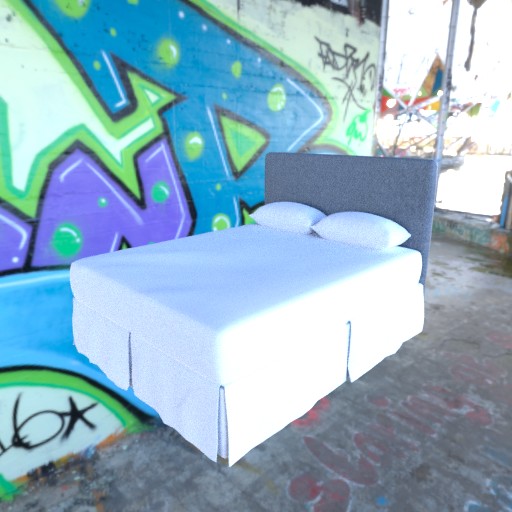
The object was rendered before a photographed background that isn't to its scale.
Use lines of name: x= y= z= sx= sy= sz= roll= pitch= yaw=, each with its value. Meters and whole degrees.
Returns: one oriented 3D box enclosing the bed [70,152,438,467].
bed: x=0.000 y=0.000 z=3.154 sx=2.142 sy=1.330 sz=1.723 roll=-15 pitch=22 yaw=-43
